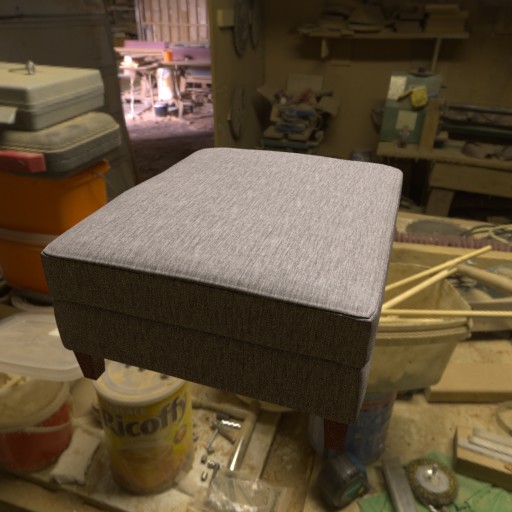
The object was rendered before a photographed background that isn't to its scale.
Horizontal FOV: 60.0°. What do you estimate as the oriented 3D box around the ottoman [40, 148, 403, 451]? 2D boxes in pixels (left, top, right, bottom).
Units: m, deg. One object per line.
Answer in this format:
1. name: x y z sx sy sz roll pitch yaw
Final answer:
1. ottoman: 0.000 0.000 1.462 0.839 0.492 0.994 10 31 17
